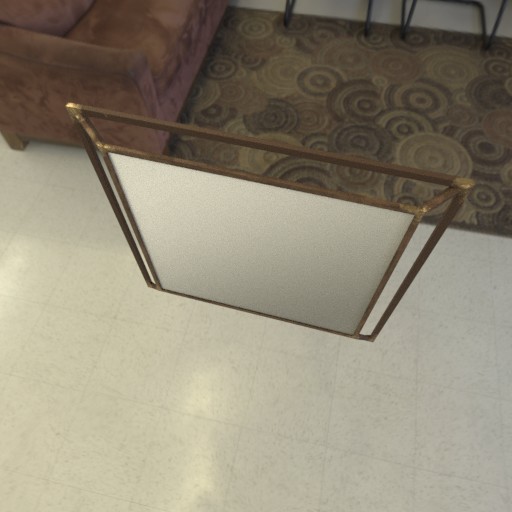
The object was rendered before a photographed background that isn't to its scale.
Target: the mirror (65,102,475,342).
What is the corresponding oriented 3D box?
[{"bbox_3d":[0.000,0.000,0.898,0.610,0.610,0.032,13,60,8],"label":"mirror"}]
